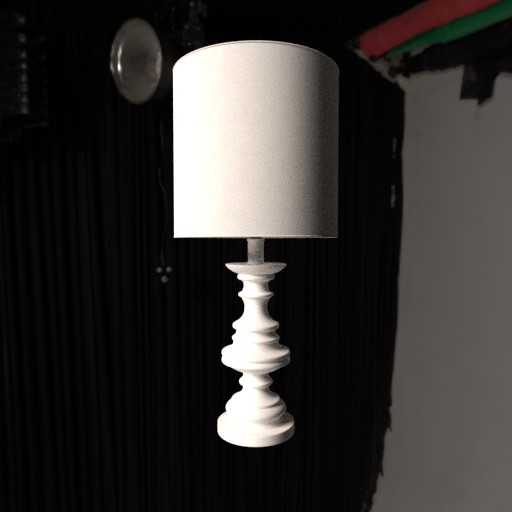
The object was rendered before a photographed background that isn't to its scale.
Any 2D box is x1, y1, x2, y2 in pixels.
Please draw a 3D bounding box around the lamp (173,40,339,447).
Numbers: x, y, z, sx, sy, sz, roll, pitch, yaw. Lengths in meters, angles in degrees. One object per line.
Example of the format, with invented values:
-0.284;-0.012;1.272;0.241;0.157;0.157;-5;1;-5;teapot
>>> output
0.000;0.000;0.573;0.208;0.455;0.208;-1;3;-36;lamp
